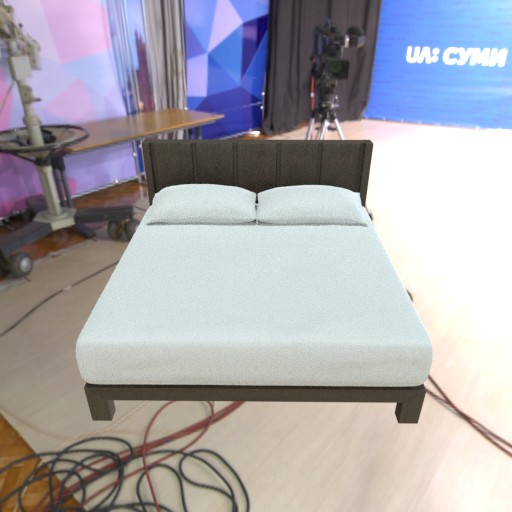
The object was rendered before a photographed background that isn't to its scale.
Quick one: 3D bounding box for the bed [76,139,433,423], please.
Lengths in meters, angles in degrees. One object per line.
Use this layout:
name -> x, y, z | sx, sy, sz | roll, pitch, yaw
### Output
bed -> 0.000, 0.000, 3.538 | 2.143, 1.261, 2.238 | 0, 30, 1
